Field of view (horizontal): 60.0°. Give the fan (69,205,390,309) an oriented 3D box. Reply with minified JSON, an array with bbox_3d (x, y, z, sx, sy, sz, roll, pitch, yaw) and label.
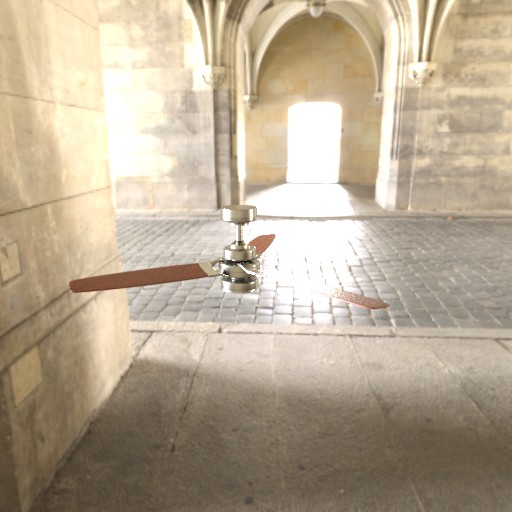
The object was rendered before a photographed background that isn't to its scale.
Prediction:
[{"bbox_3d":[0.000,0.000,2.025,1.416,0.410,1.271,-13,20,-42],"label":"fan"}]
